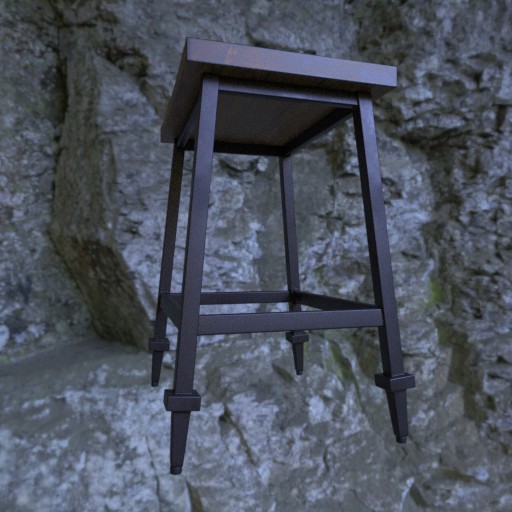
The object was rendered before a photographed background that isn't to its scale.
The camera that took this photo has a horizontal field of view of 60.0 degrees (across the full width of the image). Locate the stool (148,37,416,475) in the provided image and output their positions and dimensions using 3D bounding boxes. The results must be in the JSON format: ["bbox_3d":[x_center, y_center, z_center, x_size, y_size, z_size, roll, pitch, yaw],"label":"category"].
[{"bbox_3d":[0.000,0.000,0.906,0.405,0.625,0.486,0,0,-17],"label":"stool"}]
